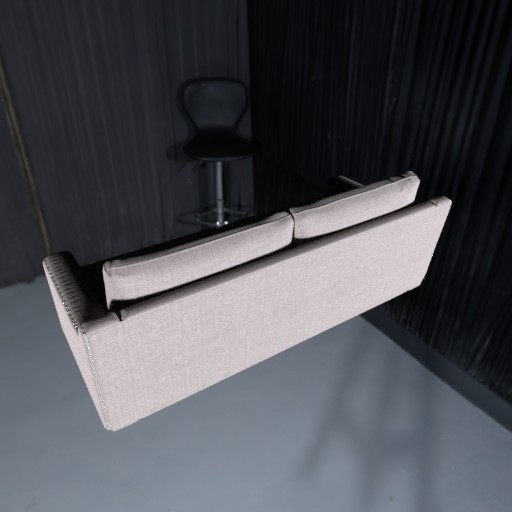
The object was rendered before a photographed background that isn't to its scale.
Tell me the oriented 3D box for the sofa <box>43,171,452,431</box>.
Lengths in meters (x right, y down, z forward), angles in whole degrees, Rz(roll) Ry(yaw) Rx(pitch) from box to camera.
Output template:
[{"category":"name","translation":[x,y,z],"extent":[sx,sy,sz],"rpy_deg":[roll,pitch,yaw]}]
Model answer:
[{"category":"sofa","translation":[0.000,0.000,2.670],"extent":[2.208,0.857,1.000],"rpy_deg":[-19,37,-28]}]
